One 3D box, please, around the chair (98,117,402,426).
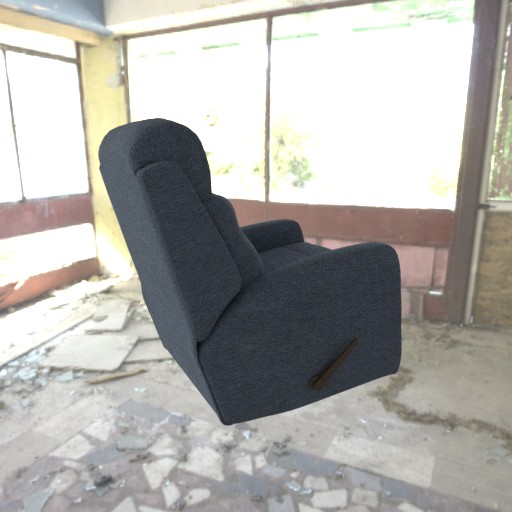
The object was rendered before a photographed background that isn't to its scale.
[{"bbox_3d":[0.000,0.000,1.749,1.043,1.013,0.798,-7,15,-27],"label":"chair"}]
